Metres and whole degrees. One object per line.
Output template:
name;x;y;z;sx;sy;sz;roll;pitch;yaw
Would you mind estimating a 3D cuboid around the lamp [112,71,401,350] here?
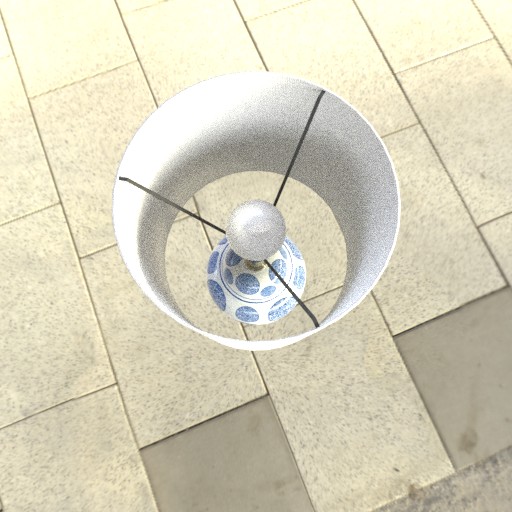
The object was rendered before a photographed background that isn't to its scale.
lamp;0.000;0.000;0.515;0.215;0.381;0.215;-24;78;-5
